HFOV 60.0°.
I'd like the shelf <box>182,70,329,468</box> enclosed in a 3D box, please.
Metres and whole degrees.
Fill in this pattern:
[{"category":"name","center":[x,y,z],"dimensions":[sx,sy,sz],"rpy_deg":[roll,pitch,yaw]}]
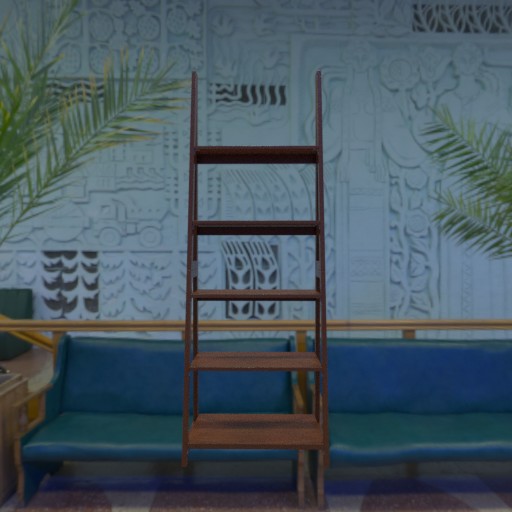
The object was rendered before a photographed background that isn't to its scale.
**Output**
[{"category":"shelf","center":[0.000,0.000,2.034],"dimensions":[0.630,1.780,0.356],"rpy_deg":[0,1,1]}]
